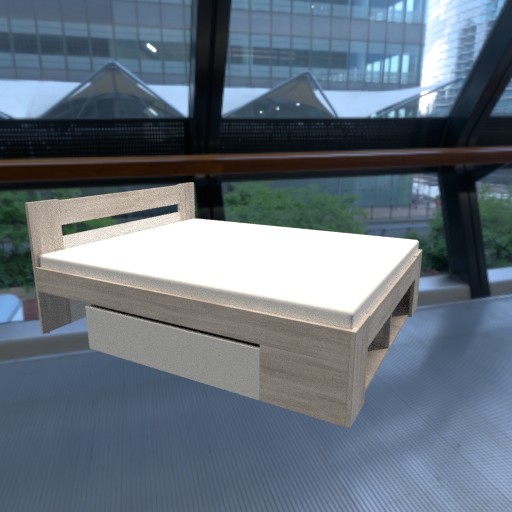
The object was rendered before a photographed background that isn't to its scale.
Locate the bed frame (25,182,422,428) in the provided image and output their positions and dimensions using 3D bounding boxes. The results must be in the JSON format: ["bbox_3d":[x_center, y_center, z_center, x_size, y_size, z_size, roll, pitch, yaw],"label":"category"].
[{"bbox_3d":[0.000,0.000,3.156,2.050,0.860,2.040,8,16,28],"label":"bed frame"}]
